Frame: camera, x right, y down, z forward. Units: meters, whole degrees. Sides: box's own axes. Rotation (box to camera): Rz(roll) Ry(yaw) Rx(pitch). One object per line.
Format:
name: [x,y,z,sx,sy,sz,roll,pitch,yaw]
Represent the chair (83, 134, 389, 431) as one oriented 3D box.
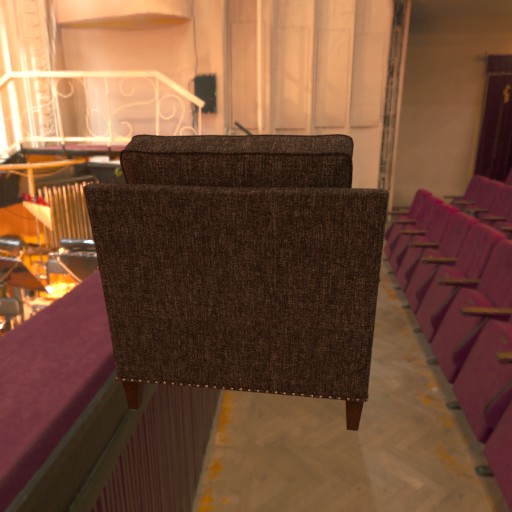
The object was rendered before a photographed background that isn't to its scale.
chair: [0.000,0.000,1.759,0.853,0.943,1.014,2,16,8]
